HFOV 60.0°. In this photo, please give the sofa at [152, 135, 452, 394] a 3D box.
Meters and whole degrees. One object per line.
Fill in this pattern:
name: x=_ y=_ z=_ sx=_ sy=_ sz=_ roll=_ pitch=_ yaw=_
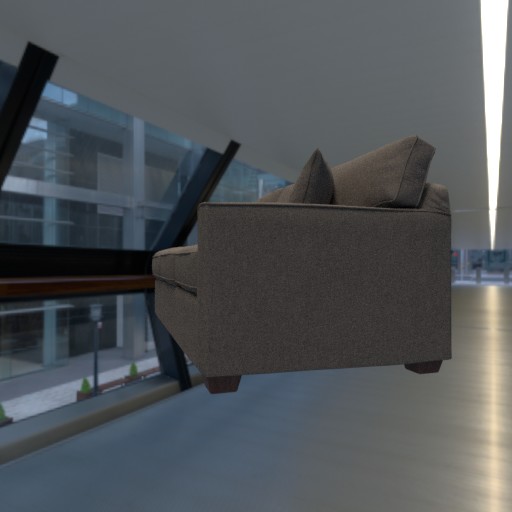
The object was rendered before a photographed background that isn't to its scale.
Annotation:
sofa: x=0.000 y=0.000 z=2.524 sx=1.034 sy=0.946 sz=1.963 roll=0 pitch=-1 yaw=-18
